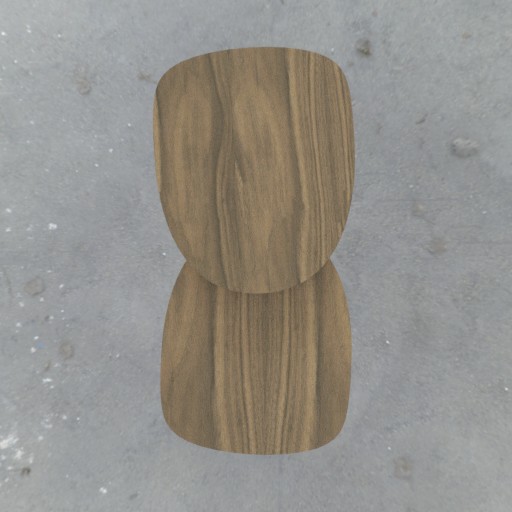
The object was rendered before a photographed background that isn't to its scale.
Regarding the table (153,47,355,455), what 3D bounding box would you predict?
[{"bbox_3d":[0.000,0.000,1.363,0.527,0.429,1.084,0,90,1],"label":"table"}]
